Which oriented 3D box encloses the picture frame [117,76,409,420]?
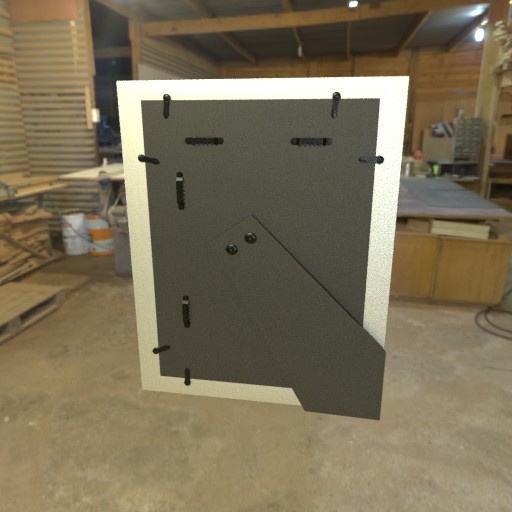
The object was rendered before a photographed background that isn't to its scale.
[{"bbox_3d":[0.000,0.000,0.518,0.307,0.386,0.036,3,17,9],"label":"picture frame"}]
